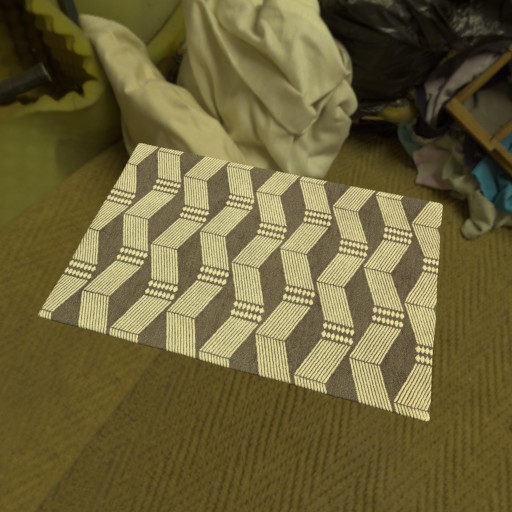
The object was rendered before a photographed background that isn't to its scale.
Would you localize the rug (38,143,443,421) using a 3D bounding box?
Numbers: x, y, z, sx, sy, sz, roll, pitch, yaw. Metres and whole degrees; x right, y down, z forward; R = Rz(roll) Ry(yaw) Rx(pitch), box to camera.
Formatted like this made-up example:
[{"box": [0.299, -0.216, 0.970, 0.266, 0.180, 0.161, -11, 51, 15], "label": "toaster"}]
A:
[{"box": [0.000, 0.000, 2.295, 1.833, 0.016, 1.210, 13, 59, 8], "label": "rug"}]
